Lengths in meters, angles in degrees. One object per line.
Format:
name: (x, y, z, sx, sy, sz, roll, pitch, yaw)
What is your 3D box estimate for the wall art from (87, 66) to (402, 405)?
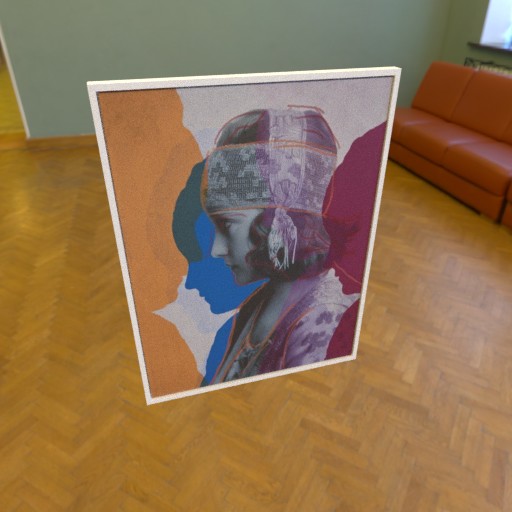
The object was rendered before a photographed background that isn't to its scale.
wall art: (0.000, 0.000, 1.369, 0.795, 1.050, 0.039, -9, 32, -14)
